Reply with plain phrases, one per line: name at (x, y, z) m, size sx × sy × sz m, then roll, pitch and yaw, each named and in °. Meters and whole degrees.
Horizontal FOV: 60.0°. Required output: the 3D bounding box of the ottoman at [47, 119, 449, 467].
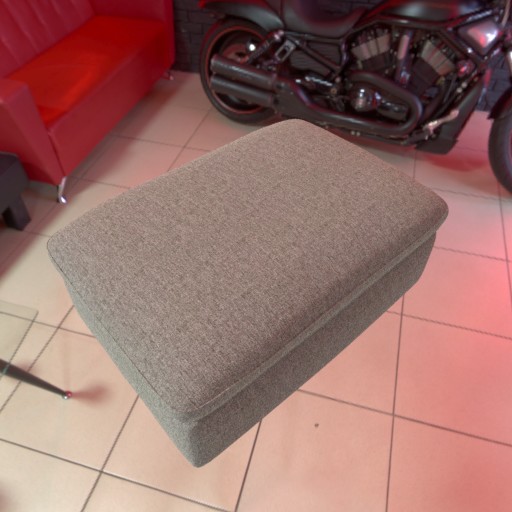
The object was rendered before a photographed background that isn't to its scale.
ottoman at (0.000, 0.000, 1.334) m, size 0.977 × 0.451 × 0.694 m, roll -33°, pitch 55°, yaw -27°
